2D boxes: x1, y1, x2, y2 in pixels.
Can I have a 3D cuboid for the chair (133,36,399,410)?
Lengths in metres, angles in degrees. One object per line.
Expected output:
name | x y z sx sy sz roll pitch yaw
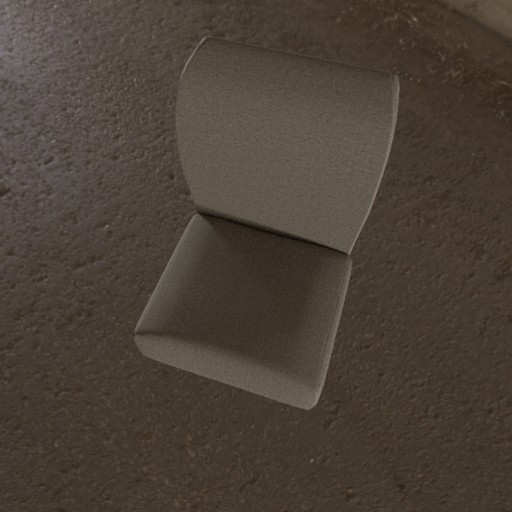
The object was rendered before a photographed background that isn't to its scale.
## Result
chair | 0.000 0.000 1.163 0.513 0.804 0.592 15 60 9
